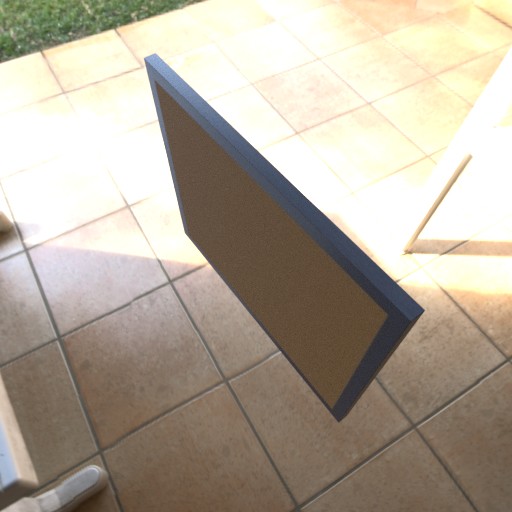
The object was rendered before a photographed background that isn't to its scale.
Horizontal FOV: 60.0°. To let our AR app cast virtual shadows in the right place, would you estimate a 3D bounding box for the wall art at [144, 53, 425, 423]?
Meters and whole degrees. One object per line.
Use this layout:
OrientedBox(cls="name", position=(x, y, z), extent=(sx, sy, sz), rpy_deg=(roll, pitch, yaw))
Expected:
OrientedBox(cls="wall art", position=(0.000, 0.000, 0.917), extent=(0.026, 0.558, 0.660), rpy_deg=(-32, 63, -19))
